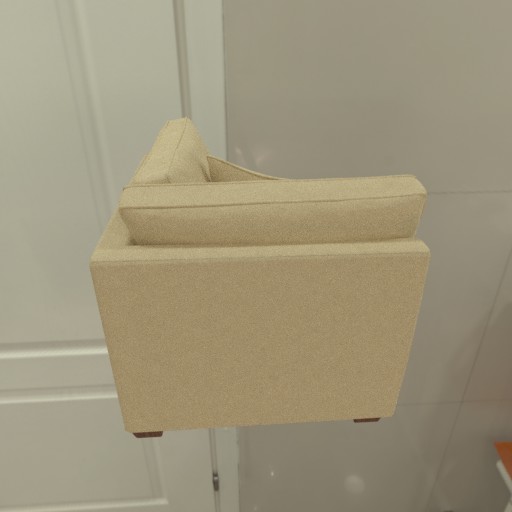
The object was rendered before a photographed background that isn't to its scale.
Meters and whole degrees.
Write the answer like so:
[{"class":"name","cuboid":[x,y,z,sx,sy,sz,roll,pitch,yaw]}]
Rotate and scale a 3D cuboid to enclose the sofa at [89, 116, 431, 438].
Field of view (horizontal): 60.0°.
[{"class":"sofa","cuboid":[0.000,0.000,1.990,1.084,1.002,1.146,-2,30,-3]}]
